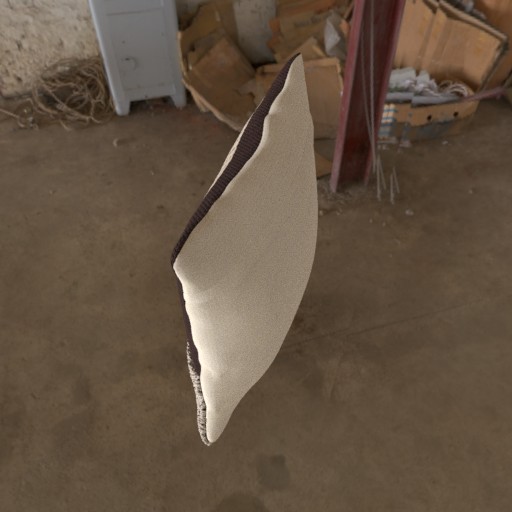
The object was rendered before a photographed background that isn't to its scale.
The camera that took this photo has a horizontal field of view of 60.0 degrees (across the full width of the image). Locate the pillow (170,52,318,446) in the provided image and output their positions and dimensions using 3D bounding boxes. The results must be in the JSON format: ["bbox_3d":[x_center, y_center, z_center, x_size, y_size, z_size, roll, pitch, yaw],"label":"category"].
[{"bbox_3d":[0.000,0.000,0.727,0.178,0.473,0.475,15,49,13],"label":"pillow"}]
